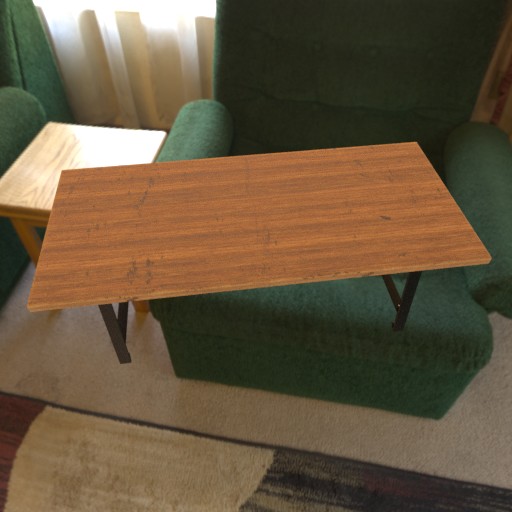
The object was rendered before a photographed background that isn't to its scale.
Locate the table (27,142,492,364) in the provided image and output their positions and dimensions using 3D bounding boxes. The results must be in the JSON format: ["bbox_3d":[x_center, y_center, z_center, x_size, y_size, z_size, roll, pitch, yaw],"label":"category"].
[{"bbox_3d":[0.000,0.000,2.683,2.200,0.757,1.000,-6,49,-5],"label":"table"}]
